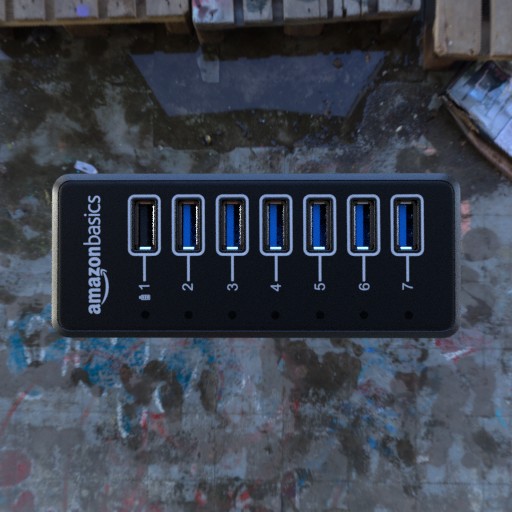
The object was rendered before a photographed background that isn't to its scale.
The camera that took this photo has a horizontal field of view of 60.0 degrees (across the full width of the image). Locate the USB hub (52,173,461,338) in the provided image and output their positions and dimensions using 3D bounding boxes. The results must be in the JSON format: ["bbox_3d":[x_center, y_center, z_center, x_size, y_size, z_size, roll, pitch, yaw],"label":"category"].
[{"bbox_3d":[0.000,0.000,0.129,0.110,0.023,0.044,0,89,0],"label":"USB hub"}]
